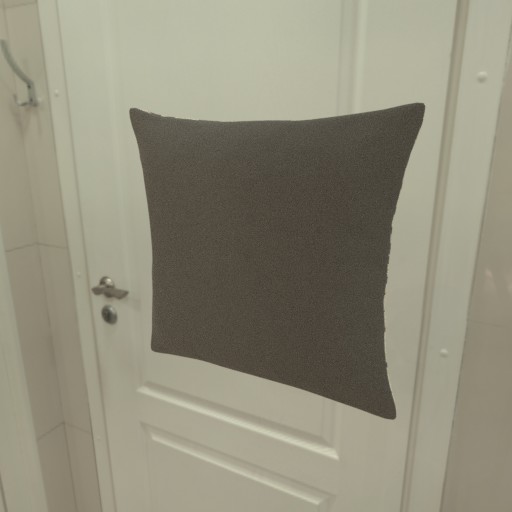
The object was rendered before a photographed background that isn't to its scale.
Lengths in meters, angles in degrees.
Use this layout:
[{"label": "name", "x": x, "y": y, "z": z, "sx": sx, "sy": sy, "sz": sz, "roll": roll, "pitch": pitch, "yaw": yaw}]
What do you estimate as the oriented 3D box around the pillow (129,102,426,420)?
[{"label": "pillow", "x": 0.000, "y": 0.000, "z": 0.786, "sx": 0.526, "sy": 0.507, "sz": 0.166, "roll": 8, "pitch": 18, "yaw": 26}]
